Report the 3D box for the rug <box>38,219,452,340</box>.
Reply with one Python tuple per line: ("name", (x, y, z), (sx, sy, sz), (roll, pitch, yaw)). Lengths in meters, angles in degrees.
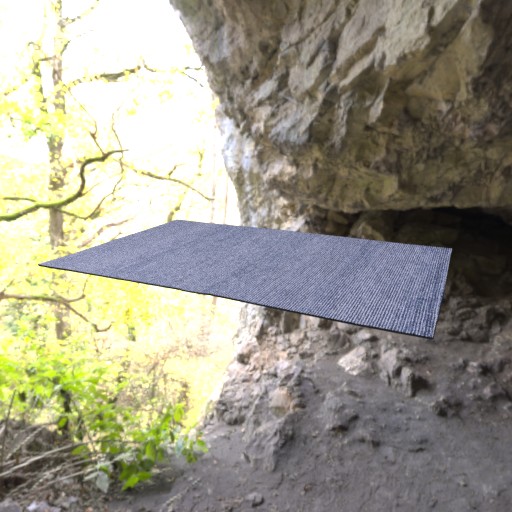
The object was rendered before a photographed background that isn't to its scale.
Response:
("rug", (0.000, 0.000, 2.233), (1.777, 0.021, 1.145), (8, 18, 25))
